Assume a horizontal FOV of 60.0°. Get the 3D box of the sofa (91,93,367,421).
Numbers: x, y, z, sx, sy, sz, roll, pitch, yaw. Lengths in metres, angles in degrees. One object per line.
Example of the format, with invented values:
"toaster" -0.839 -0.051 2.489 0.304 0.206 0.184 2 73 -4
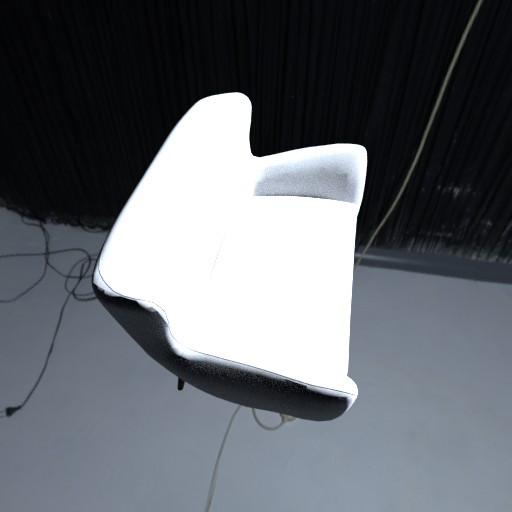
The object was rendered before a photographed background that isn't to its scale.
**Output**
"sofa" 0.000 0.000 1.987 0.921 0.878 1.424 8 47 8
